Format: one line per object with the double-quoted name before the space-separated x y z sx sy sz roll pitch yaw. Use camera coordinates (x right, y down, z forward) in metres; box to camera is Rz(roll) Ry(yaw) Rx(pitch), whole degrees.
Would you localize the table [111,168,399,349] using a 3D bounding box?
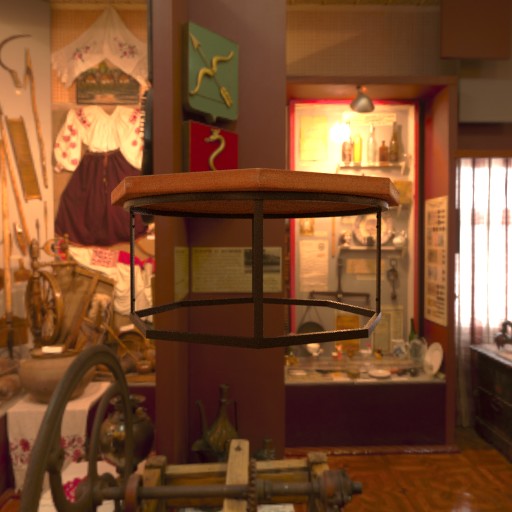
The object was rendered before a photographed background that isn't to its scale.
"table" 0.000 0.000 1.548 1.002 0.444 1.002 0 2 0
